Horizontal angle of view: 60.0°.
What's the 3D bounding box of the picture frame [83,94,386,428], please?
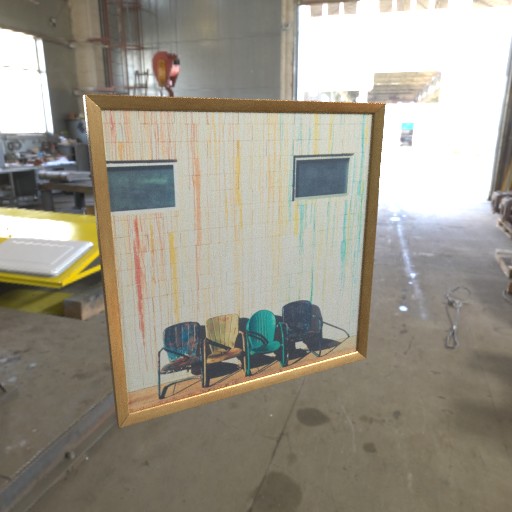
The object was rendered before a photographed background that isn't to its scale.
[{"bbox_3d":[0.000,0.000,1.143,0.758,0.761,0.037,-8,18,-25],"label":"picture frame"}]
